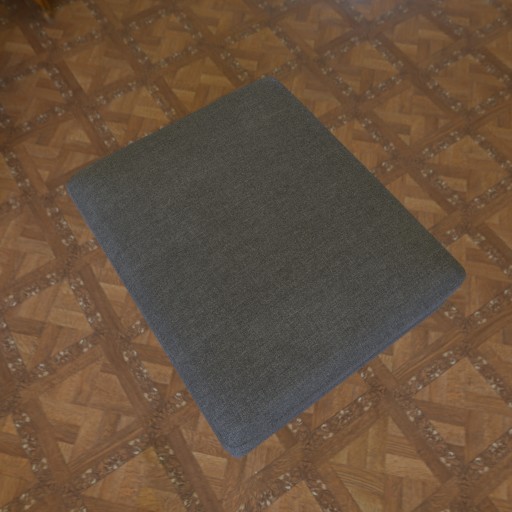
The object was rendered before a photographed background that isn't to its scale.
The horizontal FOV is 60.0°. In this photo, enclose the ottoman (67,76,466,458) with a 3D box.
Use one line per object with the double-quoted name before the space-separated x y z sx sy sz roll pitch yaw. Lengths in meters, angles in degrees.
"ottoman" 0.000 0.000 1.262 0.693 0.474 0.821 -32 68 -14
